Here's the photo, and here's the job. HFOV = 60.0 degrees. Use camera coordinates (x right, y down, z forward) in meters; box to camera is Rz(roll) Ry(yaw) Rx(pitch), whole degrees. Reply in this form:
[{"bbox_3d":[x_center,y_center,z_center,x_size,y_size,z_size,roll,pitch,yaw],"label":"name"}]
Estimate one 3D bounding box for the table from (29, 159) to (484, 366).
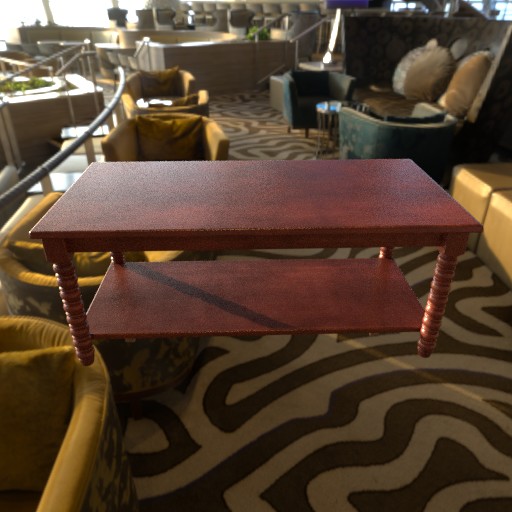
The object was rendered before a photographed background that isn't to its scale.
[{"bbox_3d":[0.000,0.000,1.498,1.171,0.485,0.580,-1,30,-2],"label":"table"}]
